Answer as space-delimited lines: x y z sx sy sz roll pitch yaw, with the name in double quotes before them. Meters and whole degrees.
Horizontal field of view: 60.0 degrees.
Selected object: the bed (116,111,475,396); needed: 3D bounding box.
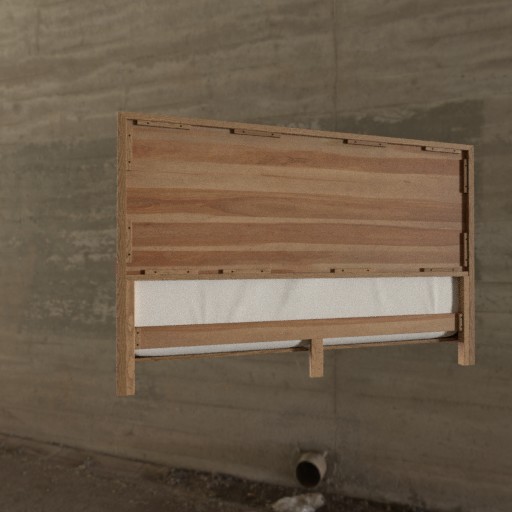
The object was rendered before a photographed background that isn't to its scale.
"bed" 0.000 0.000 3.353 2.013 1.295 2.184 0 -1 -18
